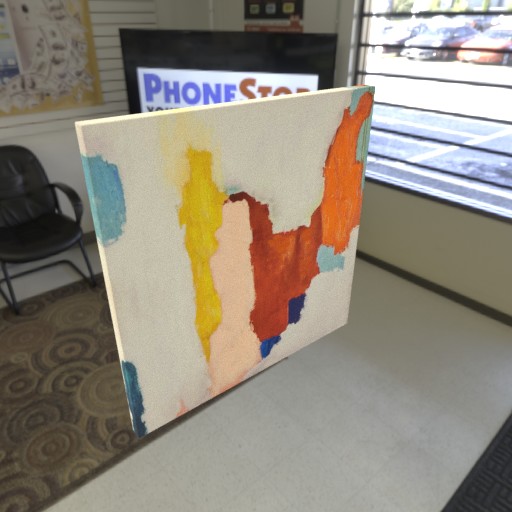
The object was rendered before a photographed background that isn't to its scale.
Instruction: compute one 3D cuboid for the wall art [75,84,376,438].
[{"bbox_3d":[0.000,0.000,1.211,0.814,0.814,0.037,-20,35,-33],"label":"wall art"}]
